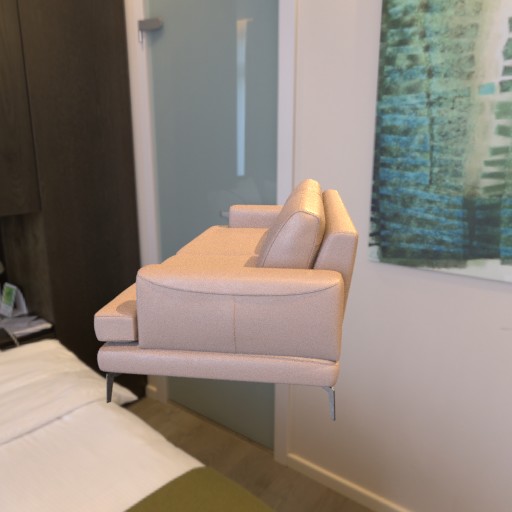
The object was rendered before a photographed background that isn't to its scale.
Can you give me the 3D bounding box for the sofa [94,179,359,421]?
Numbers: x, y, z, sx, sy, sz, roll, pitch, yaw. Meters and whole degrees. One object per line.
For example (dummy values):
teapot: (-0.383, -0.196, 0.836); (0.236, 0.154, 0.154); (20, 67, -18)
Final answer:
sofa: (0.000, 0.000, 2.493); (0.974, 0.765, 1.940); (2, 14, 7)
